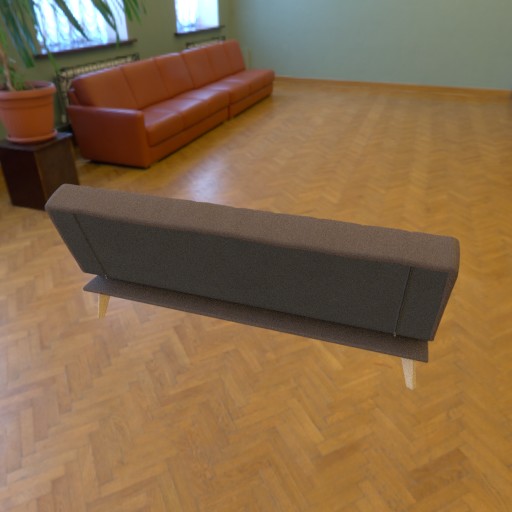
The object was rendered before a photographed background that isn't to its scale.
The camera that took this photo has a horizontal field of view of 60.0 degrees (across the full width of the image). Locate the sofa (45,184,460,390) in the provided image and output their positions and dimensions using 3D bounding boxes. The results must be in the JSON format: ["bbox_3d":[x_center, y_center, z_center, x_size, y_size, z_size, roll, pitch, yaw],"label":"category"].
[{"bbox_3d":[0.000,0.000,2.323,1.800,0.810,0.860,9,32,15],"label":"sofa"}]
